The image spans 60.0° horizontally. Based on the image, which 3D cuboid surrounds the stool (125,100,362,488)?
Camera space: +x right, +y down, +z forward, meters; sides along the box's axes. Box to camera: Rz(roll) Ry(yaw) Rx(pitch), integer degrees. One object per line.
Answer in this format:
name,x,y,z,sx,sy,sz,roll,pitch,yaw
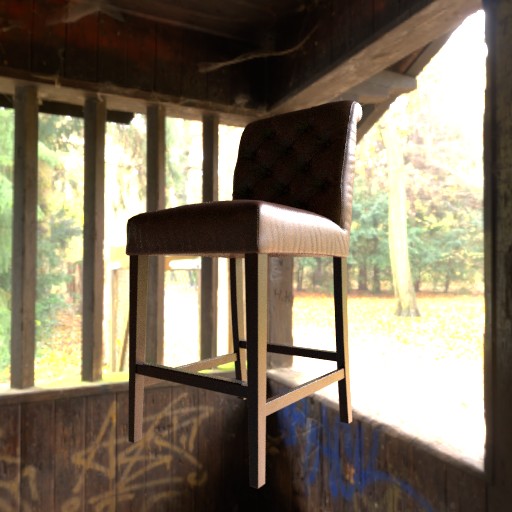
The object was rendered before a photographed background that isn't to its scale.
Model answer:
stool,0.000,0.000,1.417,0.486,1.084,0.660,-1,-1,36
